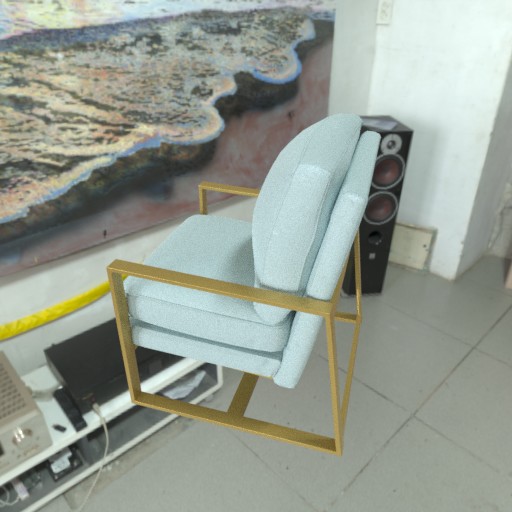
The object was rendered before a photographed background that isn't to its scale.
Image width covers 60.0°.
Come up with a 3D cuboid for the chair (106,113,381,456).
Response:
[{"bbox_3d":[0.000,0.000,1.615,0.813,0.956,0.758,9,31,15],"label":"chair"}]
